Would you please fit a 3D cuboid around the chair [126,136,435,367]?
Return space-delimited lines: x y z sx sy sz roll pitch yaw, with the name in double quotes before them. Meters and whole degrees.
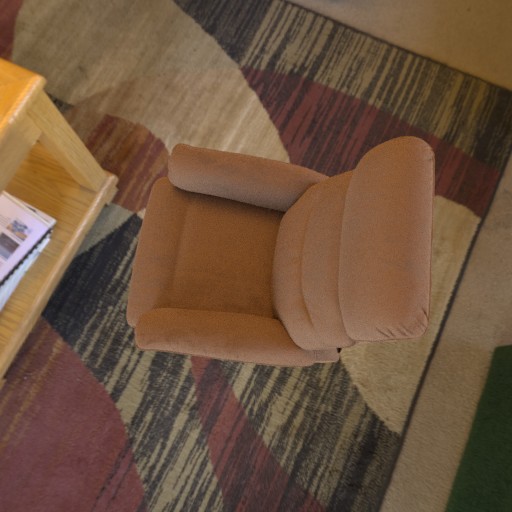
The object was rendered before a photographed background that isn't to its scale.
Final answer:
"chair" 0.000 0.000 1.719 1.004 1.037 0.820 7 75 2
